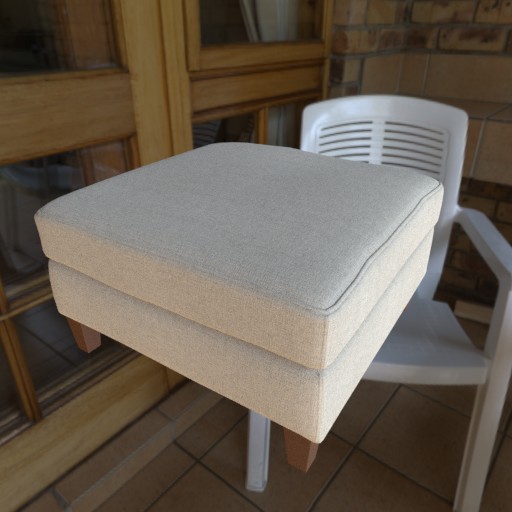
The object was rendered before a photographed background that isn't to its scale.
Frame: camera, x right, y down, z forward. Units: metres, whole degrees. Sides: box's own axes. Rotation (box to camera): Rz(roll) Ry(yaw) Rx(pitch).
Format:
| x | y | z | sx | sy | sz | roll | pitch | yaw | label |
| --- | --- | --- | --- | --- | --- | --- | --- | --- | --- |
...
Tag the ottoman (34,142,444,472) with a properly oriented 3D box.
| x | y | z | sx | sy | sz | roll | pitch | yaw | label |
| --- | --- | --- | --- | --- | --- | --- | --- | --- | --- |
| 0.000 | 0.000 | 1.309 | 0.838 | 0.503 | 0.838 | 17 | 32 | 29 | ottoman |
